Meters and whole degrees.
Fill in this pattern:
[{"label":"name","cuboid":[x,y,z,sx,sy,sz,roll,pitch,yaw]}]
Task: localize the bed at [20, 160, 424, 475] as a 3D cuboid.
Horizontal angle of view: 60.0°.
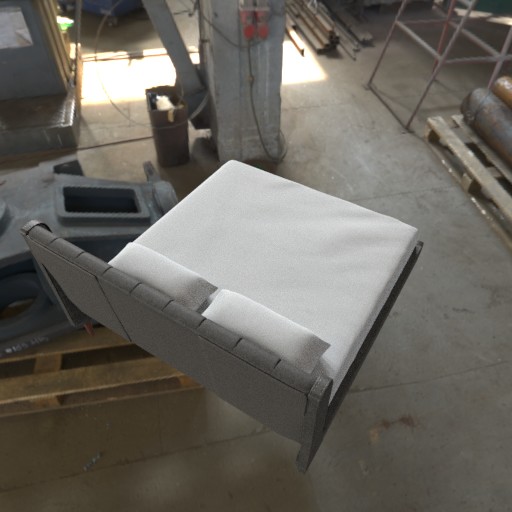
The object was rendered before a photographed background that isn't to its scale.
[{"label":"bed","cuboid":[0.000,0.000,3.140,1.903,1.158,2.031,25,51,22]}]
